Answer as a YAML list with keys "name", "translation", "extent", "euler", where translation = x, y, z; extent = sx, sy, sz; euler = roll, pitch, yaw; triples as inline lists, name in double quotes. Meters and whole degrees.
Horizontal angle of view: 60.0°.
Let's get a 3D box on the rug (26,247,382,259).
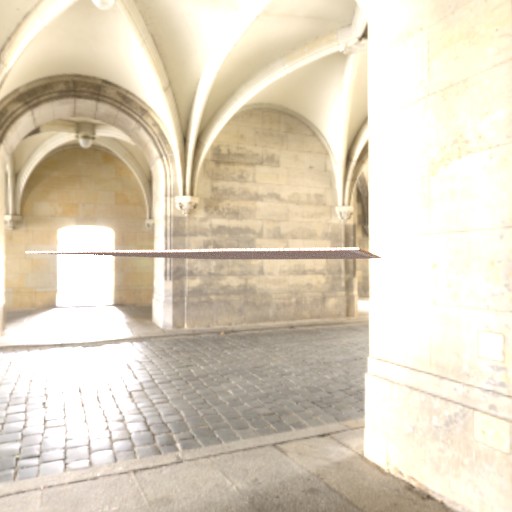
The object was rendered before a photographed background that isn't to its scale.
- name: "rug"
  translation: [0.000, 0.000, 2.350]
  extent: [1.225, 0.013, 1.840]
  euler: [0, -1, 18]
